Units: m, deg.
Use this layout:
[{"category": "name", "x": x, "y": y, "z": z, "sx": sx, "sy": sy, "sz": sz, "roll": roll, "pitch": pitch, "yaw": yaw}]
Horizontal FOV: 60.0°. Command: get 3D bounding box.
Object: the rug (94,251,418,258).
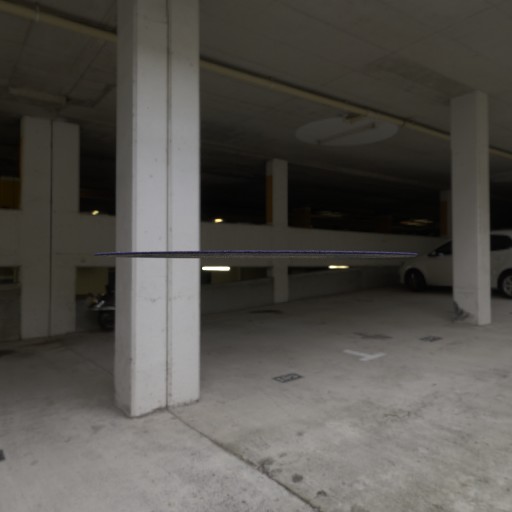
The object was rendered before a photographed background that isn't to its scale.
[{"category": "rug", "x": 0.000, "y": 0.000, "z": 2.317, "sx": 1.591, "sy": 0.010, "sz": 1.591, "roll": 0, "pitch": -1, "yaw": 0}]
